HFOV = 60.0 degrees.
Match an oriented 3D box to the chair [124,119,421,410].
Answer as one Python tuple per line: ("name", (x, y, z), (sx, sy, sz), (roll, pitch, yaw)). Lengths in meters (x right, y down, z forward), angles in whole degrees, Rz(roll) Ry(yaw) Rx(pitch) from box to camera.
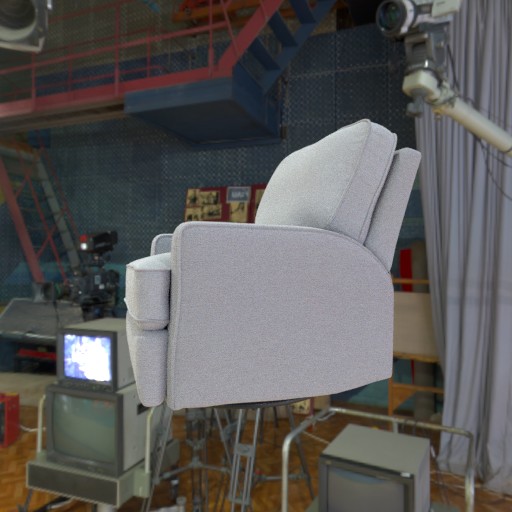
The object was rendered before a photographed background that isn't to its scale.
("chair", (0.000, 0.000, 1.726), (0.969, 0.964, 0.861), (0, 0, -18))
